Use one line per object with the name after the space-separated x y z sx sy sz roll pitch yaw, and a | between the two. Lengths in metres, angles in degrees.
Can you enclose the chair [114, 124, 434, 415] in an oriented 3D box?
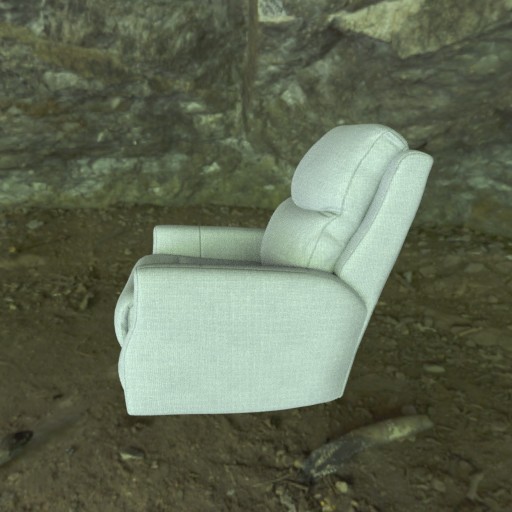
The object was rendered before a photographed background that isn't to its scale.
0.000 0.000 1.809 1.080 1.030 0.829 -2 15 -7 | chair
